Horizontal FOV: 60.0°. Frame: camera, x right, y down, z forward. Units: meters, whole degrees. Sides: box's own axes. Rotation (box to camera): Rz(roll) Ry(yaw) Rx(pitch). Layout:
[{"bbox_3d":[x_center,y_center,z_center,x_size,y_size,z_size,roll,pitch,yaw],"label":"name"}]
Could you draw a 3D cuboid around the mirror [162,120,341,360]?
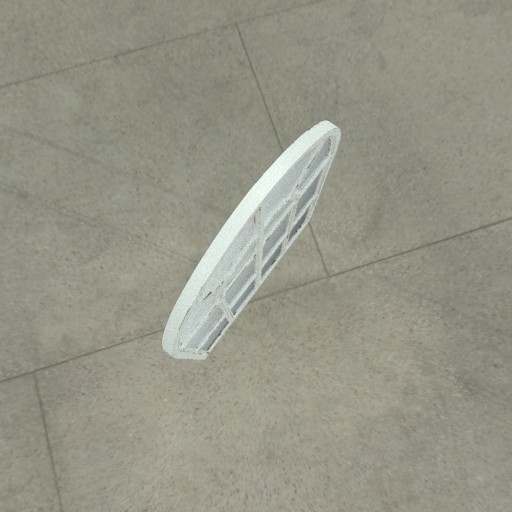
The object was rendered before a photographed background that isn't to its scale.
[{"bbox_3d":[0.000,0.000,1.209,0.032,0.920,0.660,36,79,8],"label":"mirror"}]
